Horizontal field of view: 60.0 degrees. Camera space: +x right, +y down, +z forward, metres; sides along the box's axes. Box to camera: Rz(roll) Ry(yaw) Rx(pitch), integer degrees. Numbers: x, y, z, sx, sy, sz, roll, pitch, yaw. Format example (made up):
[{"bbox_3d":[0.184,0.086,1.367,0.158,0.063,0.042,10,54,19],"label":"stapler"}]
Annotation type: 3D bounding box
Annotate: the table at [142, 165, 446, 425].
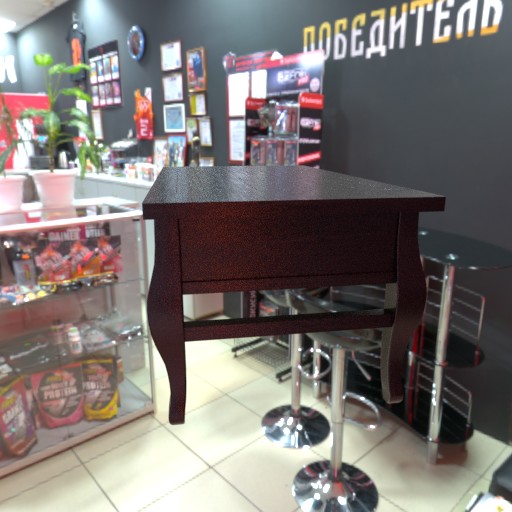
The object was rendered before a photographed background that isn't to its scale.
[{"bbox_3d":[0.000,0.000,1.395,0.600,0.494,1.062,-2,15,-9],"label":"table"}]
